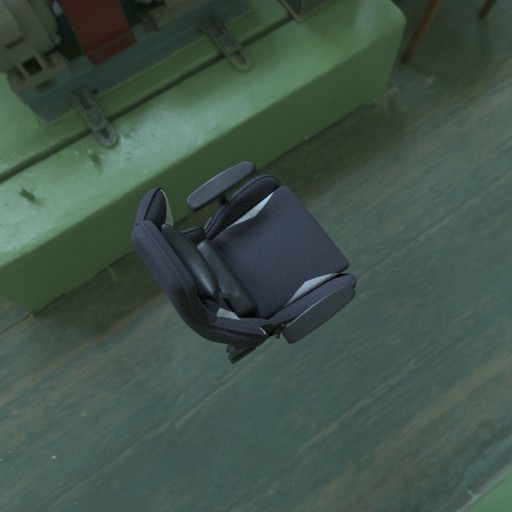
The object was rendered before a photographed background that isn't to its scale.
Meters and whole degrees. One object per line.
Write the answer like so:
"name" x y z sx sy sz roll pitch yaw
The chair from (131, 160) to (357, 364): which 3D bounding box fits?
"chair" 0.000 0.000 1.747 0.695 1.300 0.730 -35 78 -9
